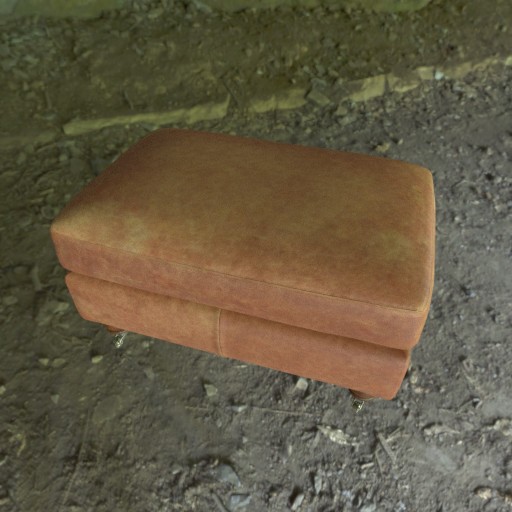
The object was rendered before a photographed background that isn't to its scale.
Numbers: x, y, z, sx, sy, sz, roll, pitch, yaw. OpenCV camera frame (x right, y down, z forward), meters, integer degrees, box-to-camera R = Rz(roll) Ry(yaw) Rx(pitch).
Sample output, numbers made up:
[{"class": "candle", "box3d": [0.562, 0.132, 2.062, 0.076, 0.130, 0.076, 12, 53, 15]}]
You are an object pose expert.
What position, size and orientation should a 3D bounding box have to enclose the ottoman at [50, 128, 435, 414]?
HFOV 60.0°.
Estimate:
[{"class": "ottoman", "box3d": [0.000, 0.000, 1.203, 0.852, 0.507, 0.565, 12, 42, 13]}]
